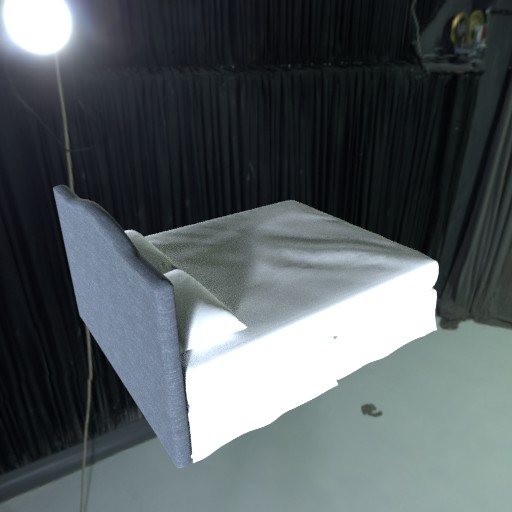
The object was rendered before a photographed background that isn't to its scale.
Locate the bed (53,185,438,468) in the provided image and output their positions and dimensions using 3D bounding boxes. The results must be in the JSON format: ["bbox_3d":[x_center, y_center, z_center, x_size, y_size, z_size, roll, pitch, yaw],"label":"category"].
[{"bbox_3d":[0.000,0.000,3.909,2.689,1.457,2.161,-18,32,-31],"label":"bed"}]
